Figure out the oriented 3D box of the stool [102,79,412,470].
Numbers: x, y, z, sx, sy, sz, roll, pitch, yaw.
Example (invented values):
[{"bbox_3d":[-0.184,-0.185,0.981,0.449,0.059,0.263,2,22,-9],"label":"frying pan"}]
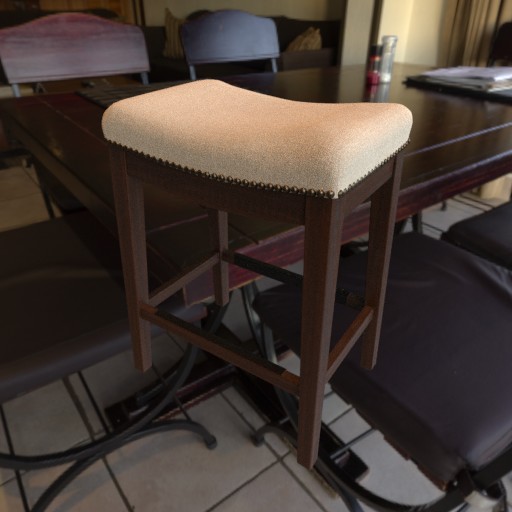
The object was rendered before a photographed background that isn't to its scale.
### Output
[{"bbox_3d":[0.000,0.000,0.977,0.509,0.669,0.363,19,36,29],"label":"stool"}]
